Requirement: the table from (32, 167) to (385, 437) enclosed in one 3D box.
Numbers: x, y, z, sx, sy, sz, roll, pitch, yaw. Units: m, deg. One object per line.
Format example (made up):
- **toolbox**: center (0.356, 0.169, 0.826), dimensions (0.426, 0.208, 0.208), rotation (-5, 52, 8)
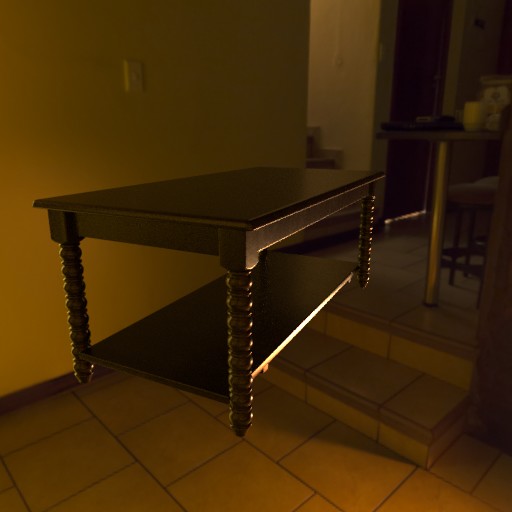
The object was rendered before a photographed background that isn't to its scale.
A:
- **table**: center (0.000, 0.000, 1.465), dimensions (0.580, 0.487, 1.171), rotation (8, 17, 26)
